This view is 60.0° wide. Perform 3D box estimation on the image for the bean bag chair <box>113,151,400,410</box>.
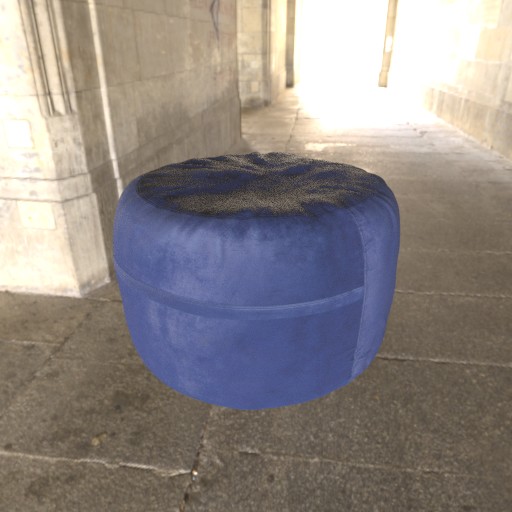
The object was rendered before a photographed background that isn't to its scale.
[{"bbox_3d":[0.000,0.000,2.000,1.219,0.762,1.219,0,26,0],"label":"bean bag chair"}]
